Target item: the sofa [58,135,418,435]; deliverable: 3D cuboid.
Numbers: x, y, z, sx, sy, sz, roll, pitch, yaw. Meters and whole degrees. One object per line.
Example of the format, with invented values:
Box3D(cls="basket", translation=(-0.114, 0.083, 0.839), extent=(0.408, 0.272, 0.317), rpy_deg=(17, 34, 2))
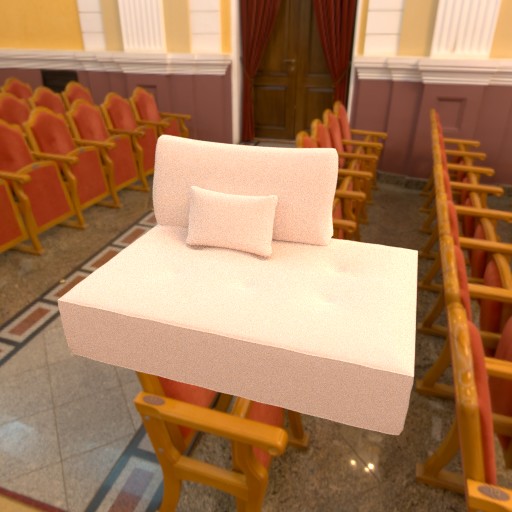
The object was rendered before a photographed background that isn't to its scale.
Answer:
Box3D(cls="sofa", translation=(0.000, 0.000, 2.050), extent=(1.450, 0.820, 1.000), rpy_deg=(9, 29, 16))
